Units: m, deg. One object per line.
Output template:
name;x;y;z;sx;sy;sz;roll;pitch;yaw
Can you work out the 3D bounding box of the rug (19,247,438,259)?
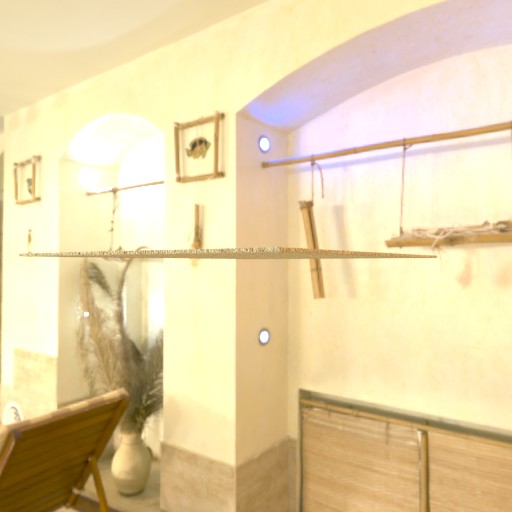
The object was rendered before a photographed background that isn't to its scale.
rug;0.000;0.000;3.976;2.400;0.025;3.000;-1;-1;35
